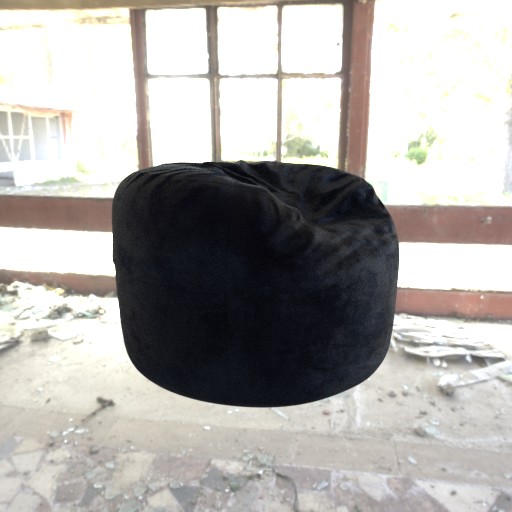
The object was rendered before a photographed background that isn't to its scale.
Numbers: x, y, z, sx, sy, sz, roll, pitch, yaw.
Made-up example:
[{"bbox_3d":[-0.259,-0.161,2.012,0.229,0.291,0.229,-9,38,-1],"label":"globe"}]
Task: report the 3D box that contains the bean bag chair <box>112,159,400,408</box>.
[{"bbox_3d":[0.000,0.000,1.484,0.918,0.616,0.918,0,14,0],"label":"bean bag chair"}]
